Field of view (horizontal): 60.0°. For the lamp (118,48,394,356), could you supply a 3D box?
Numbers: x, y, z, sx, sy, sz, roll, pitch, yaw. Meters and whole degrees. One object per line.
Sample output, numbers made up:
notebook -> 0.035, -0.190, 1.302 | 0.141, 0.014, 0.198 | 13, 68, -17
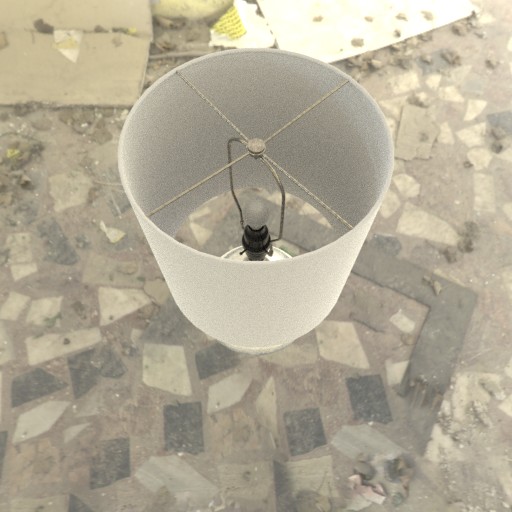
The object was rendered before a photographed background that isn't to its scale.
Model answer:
lamp -> 0.000, 0.000, 0.530 | 0.216, 0.404, 0.216 | 17, 65, 8
